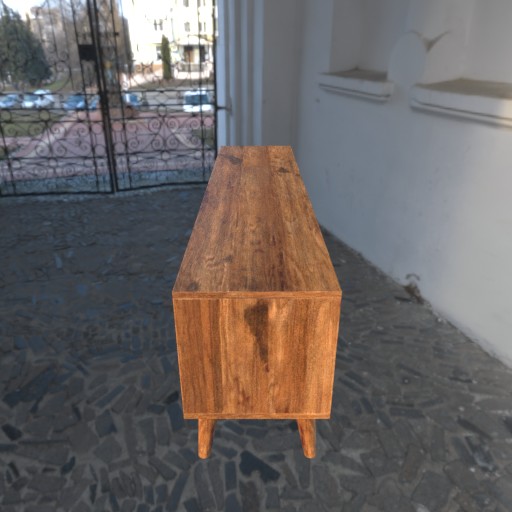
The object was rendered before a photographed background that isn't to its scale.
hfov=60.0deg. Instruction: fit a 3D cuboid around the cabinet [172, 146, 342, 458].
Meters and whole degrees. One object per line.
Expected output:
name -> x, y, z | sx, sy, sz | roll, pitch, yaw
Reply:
cabinet -> 0.000, 0.000, 1.675 | 0.349, 0.528, 1.448 | 0, 26, 0
